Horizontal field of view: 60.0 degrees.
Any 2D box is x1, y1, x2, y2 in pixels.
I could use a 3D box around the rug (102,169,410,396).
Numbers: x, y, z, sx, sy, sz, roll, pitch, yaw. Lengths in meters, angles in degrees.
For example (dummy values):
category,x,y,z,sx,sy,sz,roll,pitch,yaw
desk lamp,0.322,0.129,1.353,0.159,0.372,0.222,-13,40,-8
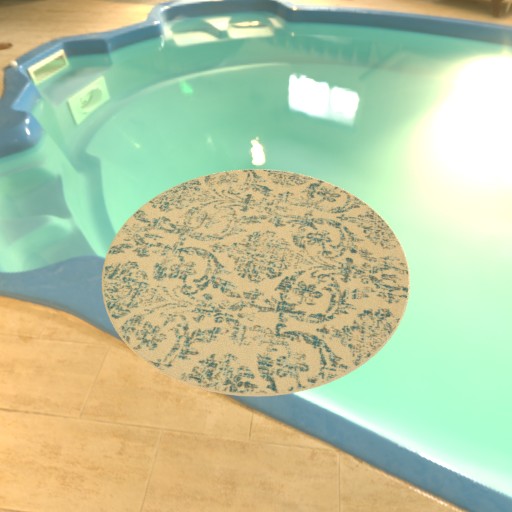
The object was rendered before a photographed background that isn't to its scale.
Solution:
category,x,y,z,sx,sy,sz,roll,pitch,yaw
rug,0.000,0.000,2.356,1.593,0.012,1.593,0,46,0
